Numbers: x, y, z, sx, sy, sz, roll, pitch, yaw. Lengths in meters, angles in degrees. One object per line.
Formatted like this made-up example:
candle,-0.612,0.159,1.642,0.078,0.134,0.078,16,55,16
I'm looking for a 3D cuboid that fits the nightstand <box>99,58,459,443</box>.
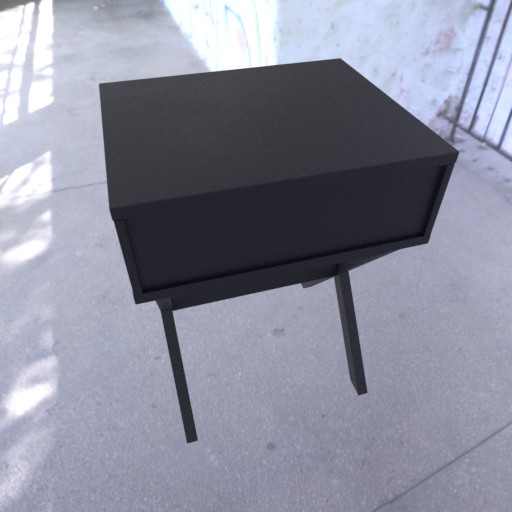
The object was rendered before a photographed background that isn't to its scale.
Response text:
nightstand,0.000,0.000,0.924,0.479,0.623,0.402,-11,43,-12
